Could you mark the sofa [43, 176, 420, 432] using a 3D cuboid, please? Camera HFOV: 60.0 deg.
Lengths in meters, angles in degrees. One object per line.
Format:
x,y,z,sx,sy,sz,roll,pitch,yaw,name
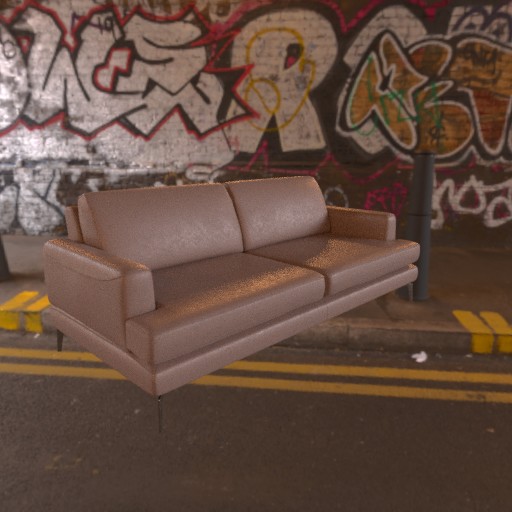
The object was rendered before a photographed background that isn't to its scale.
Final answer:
0.000,0.000,2.405,1.940,0.765,0.974,-14,19,-43,sofa
